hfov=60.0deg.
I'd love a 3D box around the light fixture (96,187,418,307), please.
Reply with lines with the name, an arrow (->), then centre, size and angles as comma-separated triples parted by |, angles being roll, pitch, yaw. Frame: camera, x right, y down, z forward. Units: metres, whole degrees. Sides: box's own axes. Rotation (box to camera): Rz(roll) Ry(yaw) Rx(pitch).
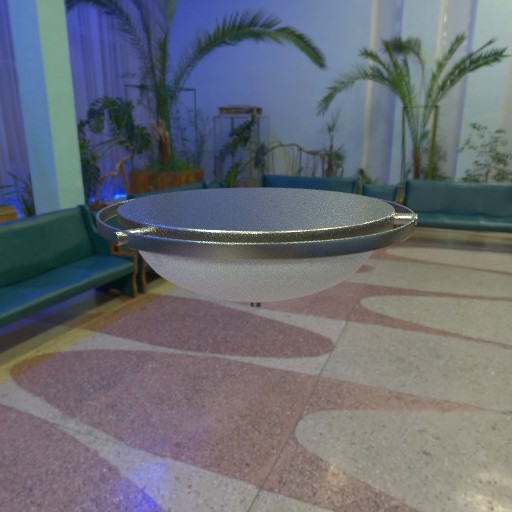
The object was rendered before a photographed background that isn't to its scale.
light fixture -> 0.000, 0.000, 0.545 | 0.361, 0.130, 0.361 | 0, 15, 0
